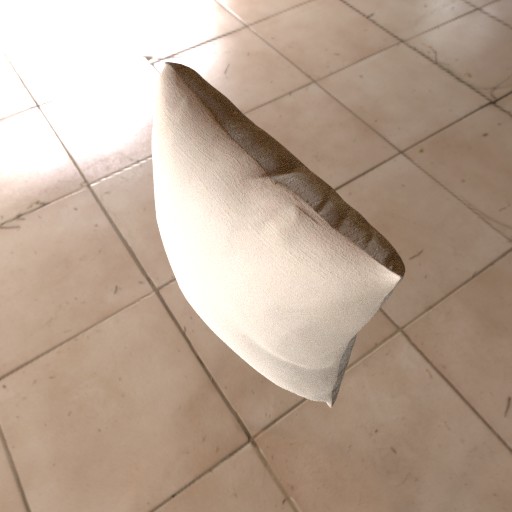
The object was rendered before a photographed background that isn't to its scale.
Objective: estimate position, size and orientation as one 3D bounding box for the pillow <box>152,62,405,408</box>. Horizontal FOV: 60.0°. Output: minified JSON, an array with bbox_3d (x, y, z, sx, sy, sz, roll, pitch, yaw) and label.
[{"bbox_3d":[0.000,0.000,0.705,0.245,0.448,0.450,-31,62,-18],"label":"pillow"}]
